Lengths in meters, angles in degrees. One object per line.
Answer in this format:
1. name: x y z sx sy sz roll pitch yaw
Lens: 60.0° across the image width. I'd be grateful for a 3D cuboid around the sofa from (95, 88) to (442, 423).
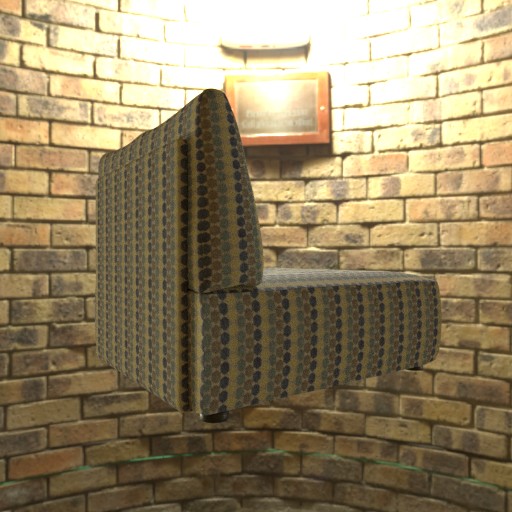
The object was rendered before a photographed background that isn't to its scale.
1. sofa: 0.000 0.000 1.701 1.000 0.830 0.930 0 0 -35
